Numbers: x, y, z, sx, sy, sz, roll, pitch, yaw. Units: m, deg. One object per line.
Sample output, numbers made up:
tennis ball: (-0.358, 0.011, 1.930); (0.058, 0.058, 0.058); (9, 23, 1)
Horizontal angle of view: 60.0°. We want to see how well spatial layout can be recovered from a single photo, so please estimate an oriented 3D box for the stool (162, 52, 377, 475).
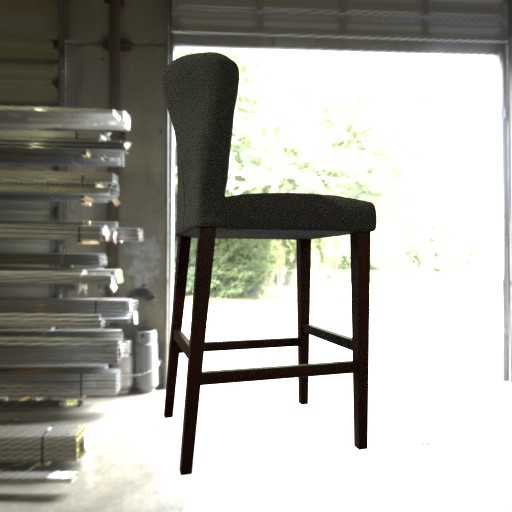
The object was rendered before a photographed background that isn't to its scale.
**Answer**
stool: (0.000, 0.000, 1.360); (0.568, 1.069, 0.486); (0, -1, -17)
